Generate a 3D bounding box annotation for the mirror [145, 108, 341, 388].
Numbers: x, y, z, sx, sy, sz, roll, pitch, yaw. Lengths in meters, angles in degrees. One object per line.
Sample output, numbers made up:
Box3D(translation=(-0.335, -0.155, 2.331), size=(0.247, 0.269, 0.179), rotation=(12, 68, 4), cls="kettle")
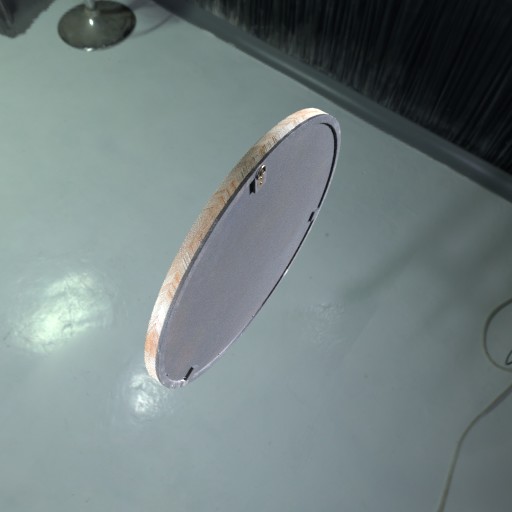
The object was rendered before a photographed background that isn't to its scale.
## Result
Box3D(translation=(0.000, 0.000, 1.052), size=(0.038, 0.710, 0.710), rotation=(32, 67, 15), cls="mirror")
